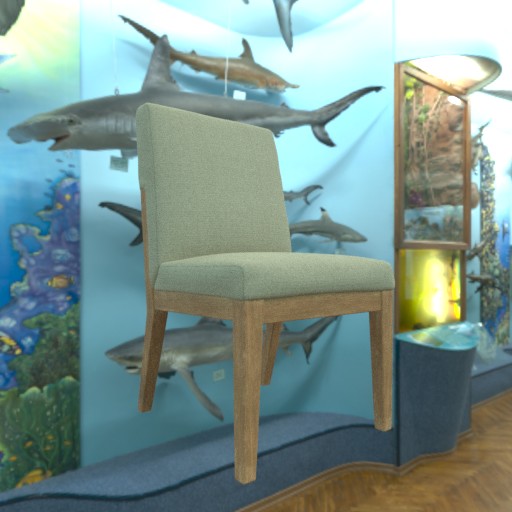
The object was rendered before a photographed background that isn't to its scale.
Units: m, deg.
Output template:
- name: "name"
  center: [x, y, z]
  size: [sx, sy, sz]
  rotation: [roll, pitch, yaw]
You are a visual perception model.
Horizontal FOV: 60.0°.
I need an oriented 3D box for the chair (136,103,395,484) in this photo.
- name: "chair"
  center: [0.000, 0.000, 1.242]
  size: [0.507, 0.911, 0.586]
  rotation: [0, 0, -37]
